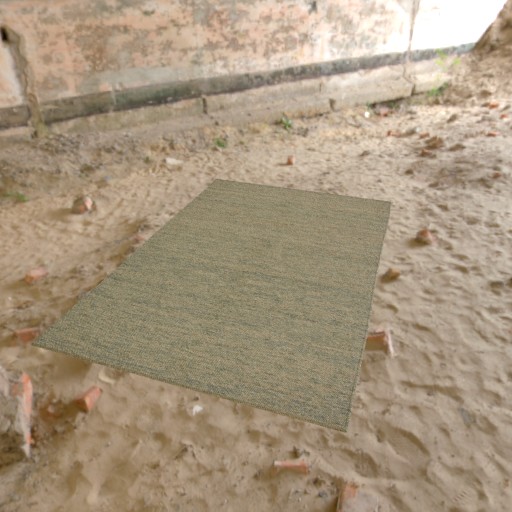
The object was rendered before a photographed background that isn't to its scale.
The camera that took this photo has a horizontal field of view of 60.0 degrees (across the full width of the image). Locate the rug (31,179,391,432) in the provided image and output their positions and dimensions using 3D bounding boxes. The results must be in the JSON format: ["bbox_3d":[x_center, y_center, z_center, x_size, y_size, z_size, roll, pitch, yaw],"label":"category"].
[{"bbox_3d":[0.000,0.000,2.871,1.547,0.013,2.283,10,33,16],"label":"rug"}]
